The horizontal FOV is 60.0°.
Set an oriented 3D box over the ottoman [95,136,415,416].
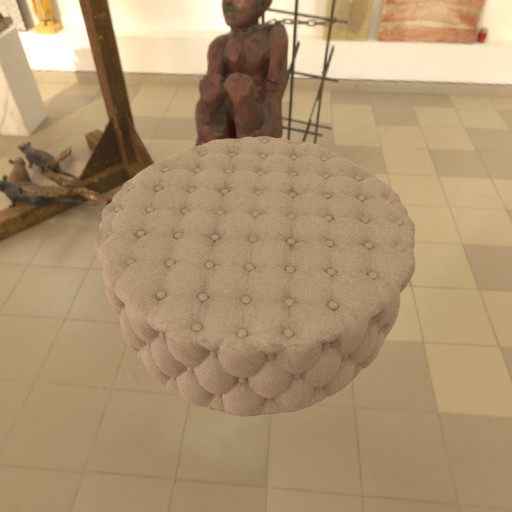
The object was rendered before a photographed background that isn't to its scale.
[{"bbox_3d":[0.000,0.000,1.509,0.998,0.399,0.998,0,45,0],"label":"ottoman"}]
